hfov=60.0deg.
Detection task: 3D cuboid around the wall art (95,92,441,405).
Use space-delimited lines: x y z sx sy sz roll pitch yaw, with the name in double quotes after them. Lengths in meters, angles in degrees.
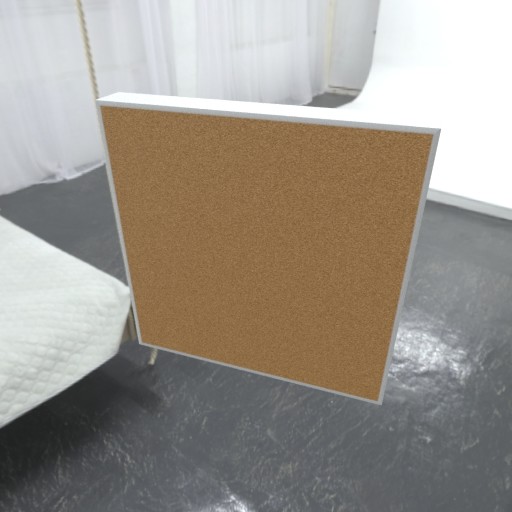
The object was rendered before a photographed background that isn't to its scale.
0.000 0.000 0.467 0.305 0.304 0.038 10 33 16 "wall art"
